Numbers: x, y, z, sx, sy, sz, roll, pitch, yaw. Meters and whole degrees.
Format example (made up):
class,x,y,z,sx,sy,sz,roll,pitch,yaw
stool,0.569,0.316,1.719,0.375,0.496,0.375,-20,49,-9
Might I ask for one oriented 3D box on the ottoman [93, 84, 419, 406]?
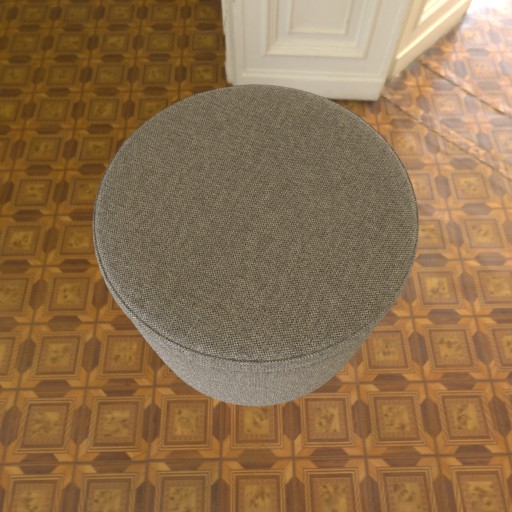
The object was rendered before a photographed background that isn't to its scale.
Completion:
class,x,y,z,sx,sy,sz,roll,pitch,yaw
ottoman,0.000,0.000,0.872,0.520,0.430,0.520,0,64,0
